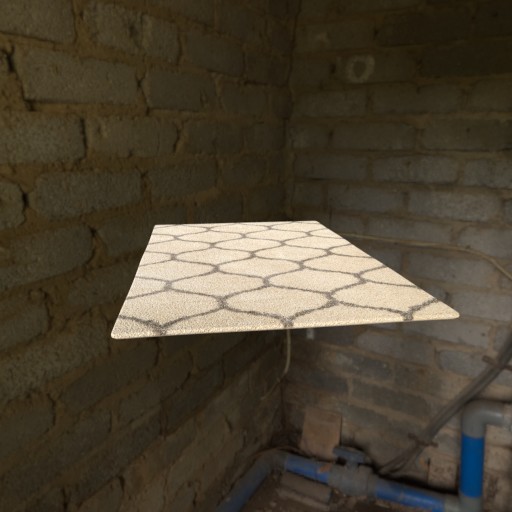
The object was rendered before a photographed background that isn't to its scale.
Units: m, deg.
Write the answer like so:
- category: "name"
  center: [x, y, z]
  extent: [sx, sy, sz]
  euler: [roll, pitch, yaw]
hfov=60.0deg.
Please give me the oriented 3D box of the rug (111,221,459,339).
- category: "rug"
  center: [0.000, 0.000, 2.977]
  extent: [1.501, 0.024, 2.348]
  euler: [-2, 15, -8]
